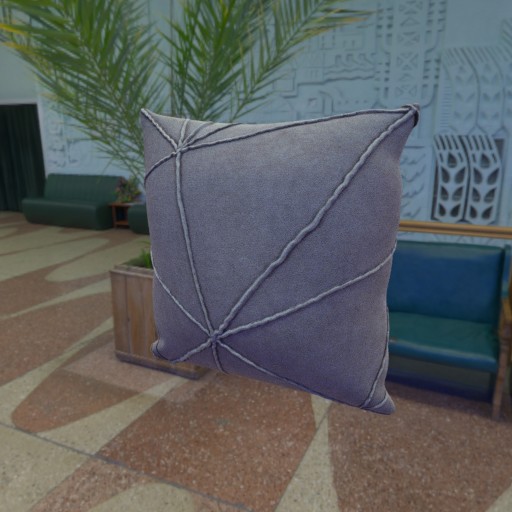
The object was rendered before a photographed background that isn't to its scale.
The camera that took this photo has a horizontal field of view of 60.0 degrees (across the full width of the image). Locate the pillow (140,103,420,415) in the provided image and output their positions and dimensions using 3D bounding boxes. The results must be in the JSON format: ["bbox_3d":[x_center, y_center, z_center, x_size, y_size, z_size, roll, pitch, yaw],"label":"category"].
[{"bbox_3d":[0.000,0.000,0.674,0.439,0.440,0.185,7,16,26],"label":"pillow"}]
